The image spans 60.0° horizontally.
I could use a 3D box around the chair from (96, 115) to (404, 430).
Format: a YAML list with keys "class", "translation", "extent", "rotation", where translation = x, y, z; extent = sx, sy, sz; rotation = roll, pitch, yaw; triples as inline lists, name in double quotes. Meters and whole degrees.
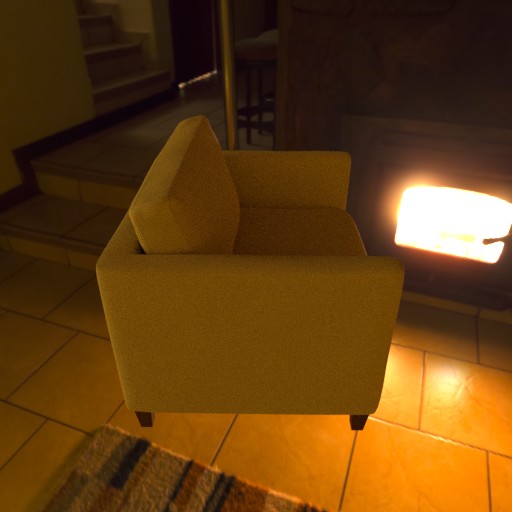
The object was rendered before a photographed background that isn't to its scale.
- class: "chair"
  translation: [0.000, 0.000, 1.882]
  extent: [0.959, 0.961, 1.107]
  rotation: [1, 32, 1]
